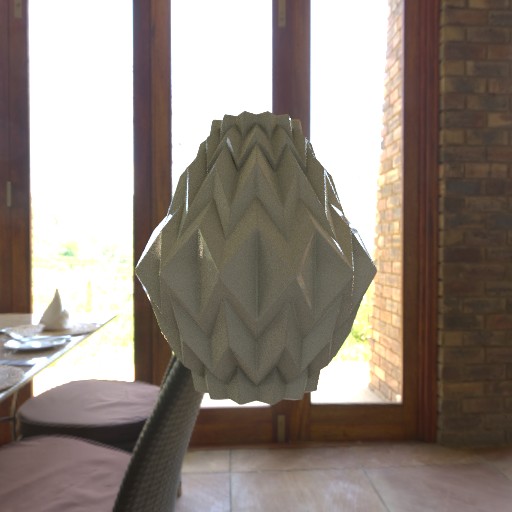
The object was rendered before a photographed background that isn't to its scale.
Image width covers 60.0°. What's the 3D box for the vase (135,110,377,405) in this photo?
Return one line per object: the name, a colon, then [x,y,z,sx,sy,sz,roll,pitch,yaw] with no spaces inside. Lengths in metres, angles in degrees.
vase: [0.000,0.000,0.313,0.164,0.185,0.164,0,1,0]
